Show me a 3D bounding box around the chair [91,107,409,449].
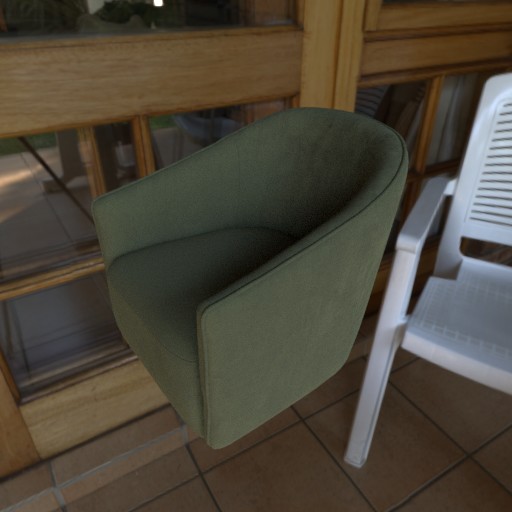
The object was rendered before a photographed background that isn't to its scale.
[{"bbox_3d":[0.000,0.000,1.467,0.875,0.799,0.747,-22,38,-30],"label":"chair"}]
